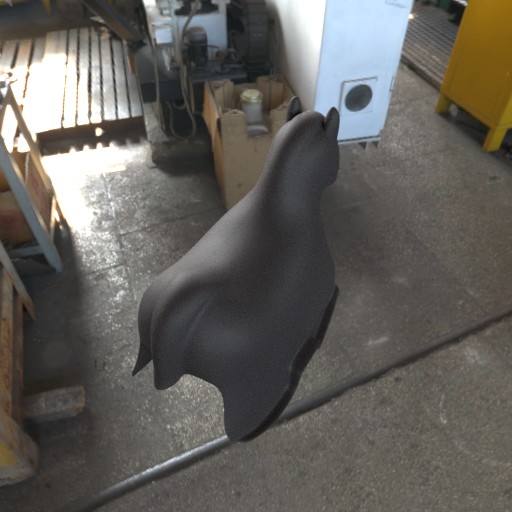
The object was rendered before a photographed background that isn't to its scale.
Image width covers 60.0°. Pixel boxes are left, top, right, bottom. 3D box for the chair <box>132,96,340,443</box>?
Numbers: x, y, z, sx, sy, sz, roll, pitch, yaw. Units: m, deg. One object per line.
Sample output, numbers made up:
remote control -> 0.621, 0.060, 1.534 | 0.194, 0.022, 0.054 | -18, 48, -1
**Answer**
chair -> 0.000, 0.000, 1.142 | 0.429, 0.612, 0.800 | 24, 51, 22
